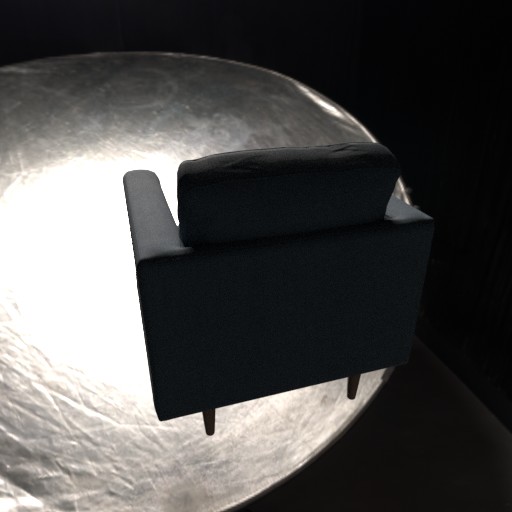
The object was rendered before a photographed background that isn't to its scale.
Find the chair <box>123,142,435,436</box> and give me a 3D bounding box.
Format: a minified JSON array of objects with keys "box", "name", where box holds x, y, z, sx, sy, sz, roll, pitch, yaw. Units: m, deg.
[{"box":[0.000,0.000,1.601,0.855,0.922,0.820,-8,29,-15],"name":"chair"}]
